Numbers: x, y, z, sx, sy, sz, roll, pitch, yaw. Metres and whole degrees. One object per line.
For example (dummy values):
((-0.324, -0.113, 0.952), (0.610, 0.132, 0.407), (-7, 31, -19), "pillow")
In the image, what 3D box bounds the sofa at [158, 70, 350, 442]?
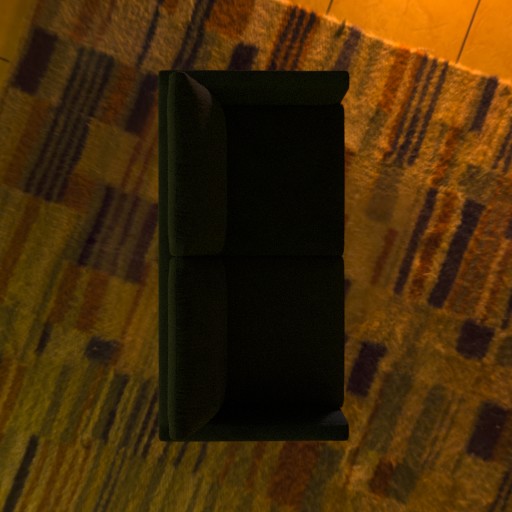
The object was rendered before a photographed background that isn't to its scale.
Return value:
((0.000, 0.000, 2.171), (0.875, 0.817, 1.676), (0, 90, -1), "sofa")
